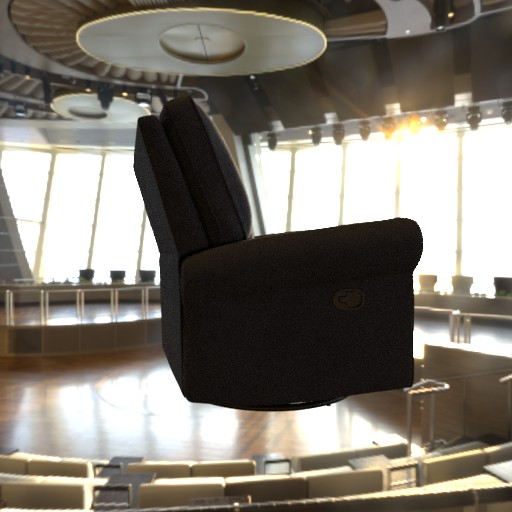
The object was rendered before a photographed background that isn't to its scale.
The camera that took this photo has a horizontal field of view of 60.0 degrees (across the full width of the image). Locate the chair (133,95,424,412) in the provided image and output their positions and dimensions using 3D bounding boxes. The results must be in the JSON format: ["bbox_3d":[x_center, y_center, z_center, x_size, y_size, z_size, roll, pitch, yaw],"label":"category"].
[{"bbox_3d":[0.000,0.000,1.665,0.878,0.961,0.890,0,0,-17],"label":"chair"}]
